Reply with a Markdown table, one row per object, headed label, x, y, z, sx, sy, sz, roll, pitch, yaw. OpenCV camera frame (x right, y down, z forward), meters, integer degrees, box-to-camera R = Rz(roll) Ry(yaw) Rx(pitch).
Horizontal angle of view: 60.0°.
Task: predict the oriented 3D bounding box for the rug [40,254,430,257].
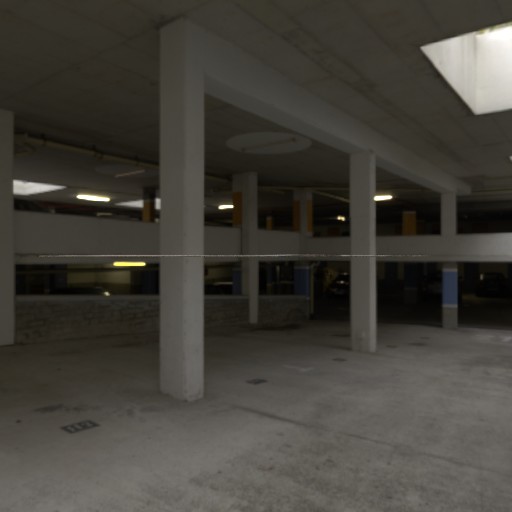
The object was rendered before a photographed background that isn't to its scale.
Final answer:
| label | x | y | z | sx | sy | sz | roll | pitch | yaw |
| --- | --- | --- | --- | --- | --- | --- | --- | --- | --- |
| rug | 0.000 | 0.000 | 4.009 | 2.371 | 0.012 | 3.000 | 0 | 0 | 37 |
